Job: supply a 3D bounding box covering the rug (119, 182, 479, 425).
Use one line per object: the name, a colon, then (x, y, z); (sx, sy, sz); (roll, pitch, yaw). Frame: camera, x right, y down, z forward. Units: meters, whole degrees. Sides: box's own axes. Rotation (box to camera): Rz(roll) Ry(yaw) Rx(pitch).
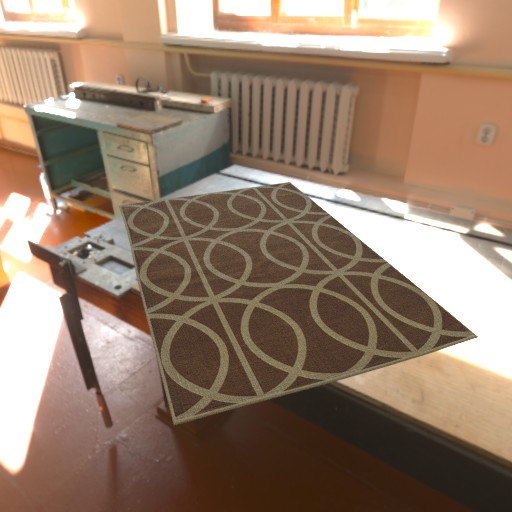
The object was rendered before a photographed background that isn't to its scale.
rug: (0.000, 0.000, 2.885); (1.526, 0.014, 2.290); (-11, 32, -17)
